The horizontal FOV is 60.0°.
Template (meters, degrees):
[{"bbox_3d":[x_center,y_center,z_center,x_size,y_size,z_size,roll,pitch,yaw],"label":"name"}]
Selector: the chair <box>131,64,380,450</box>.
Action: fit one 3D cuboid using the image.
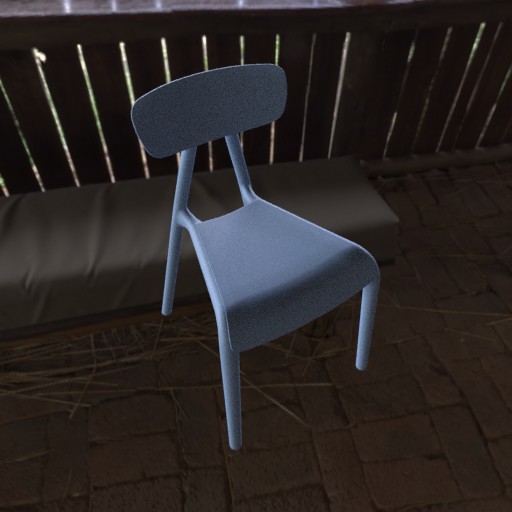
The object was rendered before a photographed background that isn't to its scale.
[{"bbox_3d":[0.000,0.000,0.856,0.356,0.580,0.401,-24,51,-22],"label":"chair"}]
